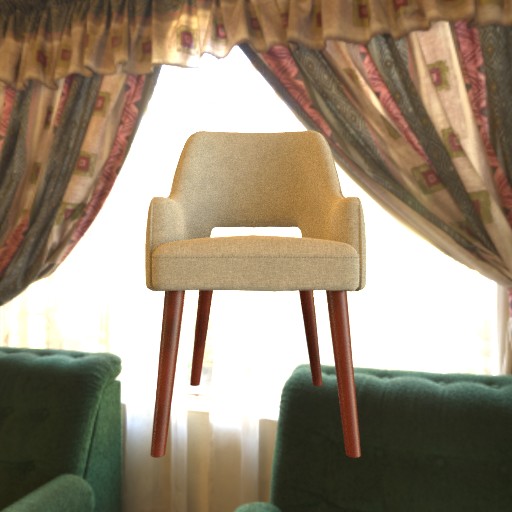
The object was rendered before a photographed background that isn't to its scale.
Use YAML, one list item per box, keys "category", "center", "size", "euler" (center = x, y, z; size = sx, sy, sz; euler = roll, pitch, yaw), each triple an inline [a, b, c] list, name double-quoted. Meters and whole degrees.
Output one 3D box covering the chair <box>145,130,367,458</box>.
- category: "chair"
  center: [0.000, 0.000, 1.232]
  size: [0.548, 0.849, 0.605]
  euler: [0, 0, 0]
